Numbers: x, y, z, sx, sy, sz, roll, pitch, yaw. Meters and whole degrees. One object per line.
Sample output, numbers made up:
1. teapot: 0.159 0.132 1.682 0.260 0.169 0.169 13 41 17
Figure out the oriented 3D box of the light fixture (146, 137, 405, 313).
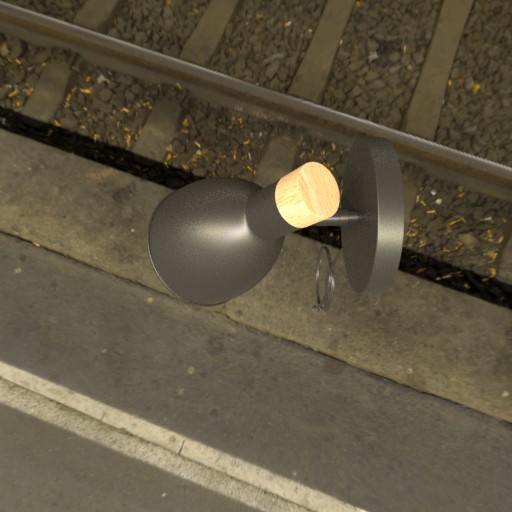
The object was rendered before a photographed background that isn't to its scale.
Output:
1. light fixture: 0.000 0.000 0.491 0.203 0.401 0.127 -1 76 0
